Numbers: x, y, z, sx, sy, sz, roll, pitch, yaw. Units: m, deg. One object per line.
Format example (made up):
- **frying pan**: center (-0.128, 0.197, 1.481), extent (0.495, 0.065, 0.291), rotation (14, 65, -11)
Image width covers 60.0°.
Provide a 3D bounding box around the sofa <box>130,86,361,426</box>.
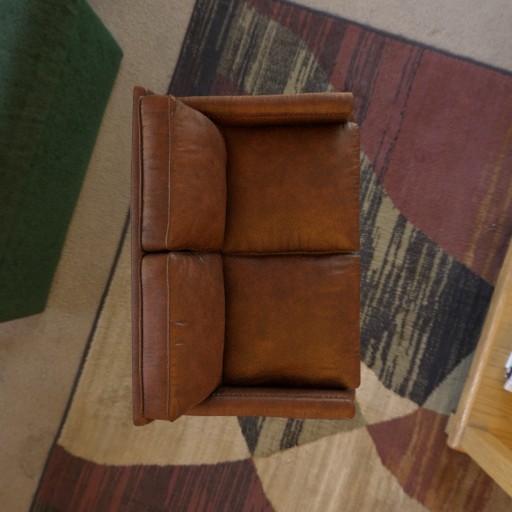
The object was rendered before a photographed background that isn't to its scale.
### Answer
- **sofa**: center (0.000, 0.000, 2.282), extent (1.083, 1.003, 1.628), rotation (0, 90, 2)
